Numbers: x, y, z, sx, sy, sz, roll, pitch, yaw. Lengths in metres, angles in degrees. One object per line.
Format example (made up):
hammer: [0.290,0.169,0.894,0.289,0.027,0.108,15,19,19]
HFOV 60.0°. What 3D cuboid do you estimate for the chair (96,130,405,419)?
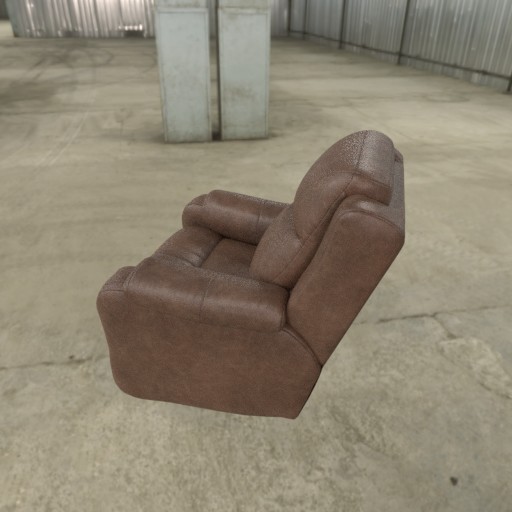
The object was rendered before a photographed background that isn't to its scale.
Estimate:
chair: [0.000,0.000,1.829,1.067,0.990,0.940,8,31,14]
